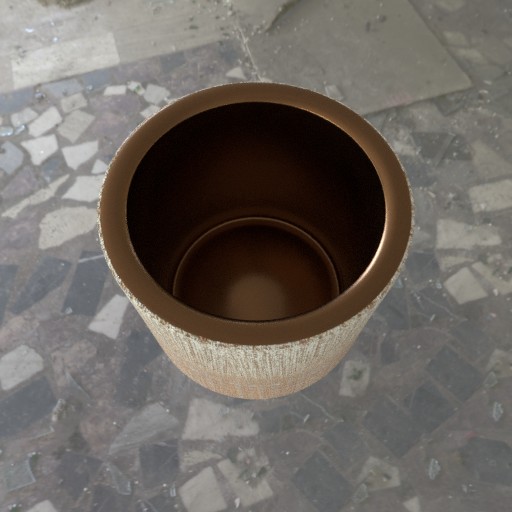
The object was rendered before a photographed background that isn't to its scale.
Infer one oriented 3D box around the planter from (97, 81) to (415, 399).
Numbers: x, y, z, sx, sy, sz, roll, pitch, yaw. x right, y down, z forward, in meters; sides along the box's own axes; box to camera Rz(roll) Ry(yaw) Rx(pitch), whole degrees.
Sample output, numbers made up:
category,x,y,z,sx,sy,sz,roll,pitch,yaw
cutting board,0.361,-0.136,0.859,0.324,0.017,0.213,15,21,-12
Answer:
category,x,y,z,sx,sy,sz,roll,pitch,yaw
planter,0.000,0.000,0.192,0.109,0.096,0.109,0,64,0
